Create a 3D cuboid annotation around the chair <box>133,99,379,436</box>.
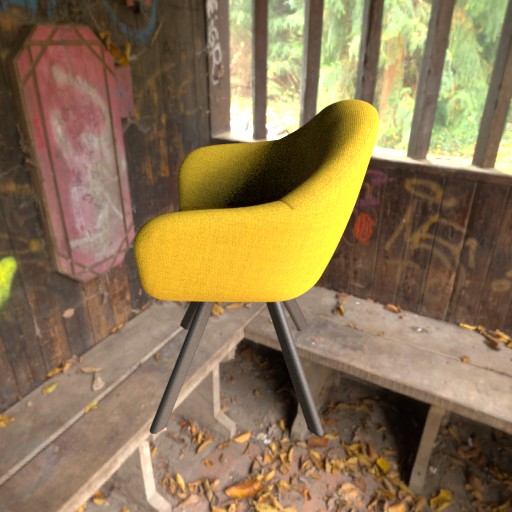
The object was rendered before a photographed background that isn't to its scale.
[{"bbox_3d":[0.000,0.000,1.191,0.550,0.795,0.590,0,27,1],"label":"chair"}]
